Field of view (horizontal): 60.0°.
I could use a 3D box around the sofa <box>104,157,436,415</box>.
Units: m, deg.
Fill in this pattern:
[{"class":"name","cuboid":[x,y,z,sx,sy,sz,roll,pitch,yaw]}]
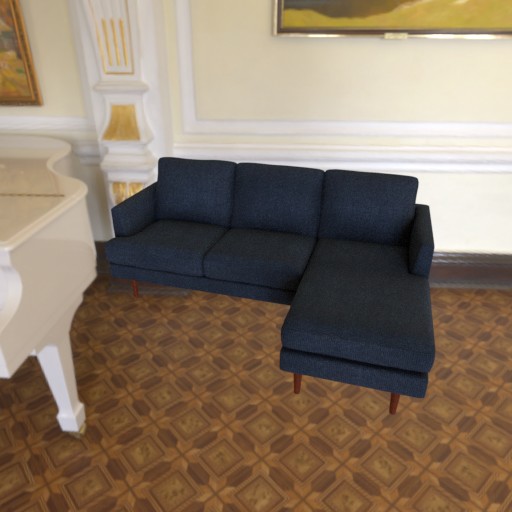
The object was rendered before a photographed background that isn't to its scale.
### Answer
[{"class":"sofa","cuboid":[0.000,0.000,3.010,2.233,0.956,1.504,8,28,15]}]
